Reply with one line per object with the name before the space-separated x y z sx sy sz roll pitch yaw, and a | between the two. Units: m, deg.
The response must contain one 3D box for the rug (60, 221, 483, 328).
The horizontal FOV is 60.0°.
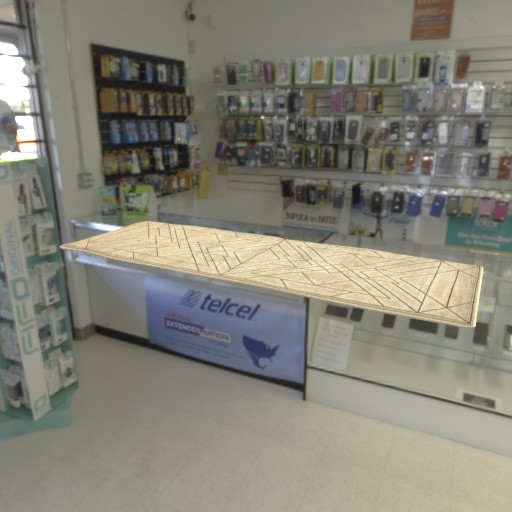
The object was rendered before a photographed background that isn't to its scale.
rug | 0.000 0.000 2.610 2.381 0.036 0.831 9 20 27
